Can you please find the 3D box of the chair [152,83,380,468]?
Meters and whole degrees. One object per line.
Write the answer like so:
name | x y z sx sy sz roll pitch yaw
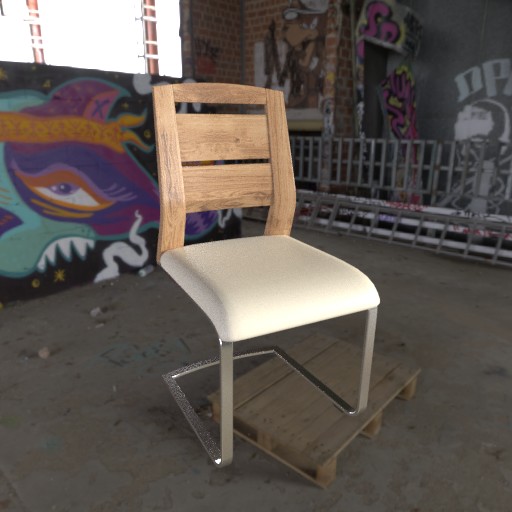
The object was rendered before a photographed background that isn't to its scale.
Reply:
chair | 0.000 0.000 1.261 0.457 0.955 0.561 -9 18 -27
